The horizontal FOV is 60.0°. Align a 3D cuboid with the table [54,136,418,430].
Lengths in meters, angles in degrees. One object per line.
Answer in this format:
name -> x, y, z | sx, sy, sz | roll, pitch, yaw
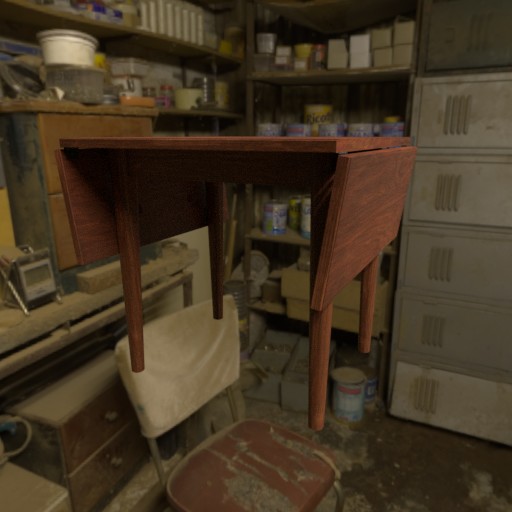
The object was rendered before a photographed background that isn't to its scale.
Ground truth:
table -> 0.000, 0.000, 1.475 | 0.843, 0.763, 0.812 | 8, 17, 27
